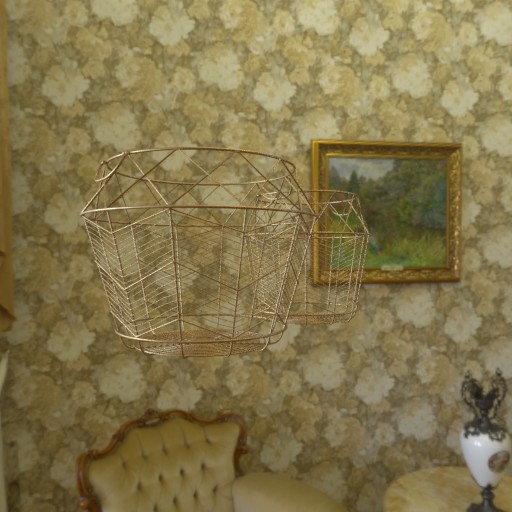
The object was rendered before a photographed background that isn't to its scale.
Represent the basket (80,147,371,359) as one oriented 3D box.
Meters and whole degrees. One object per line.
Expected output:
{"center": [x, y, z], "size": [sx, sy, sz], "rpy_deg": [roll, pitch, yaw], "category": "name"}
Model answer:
{"center": [0.000, 0.000, 1.016], "size": [0.451, 0.343, 0.805], "rpy_deg": [0, 0, 36], "category": "basket"}
